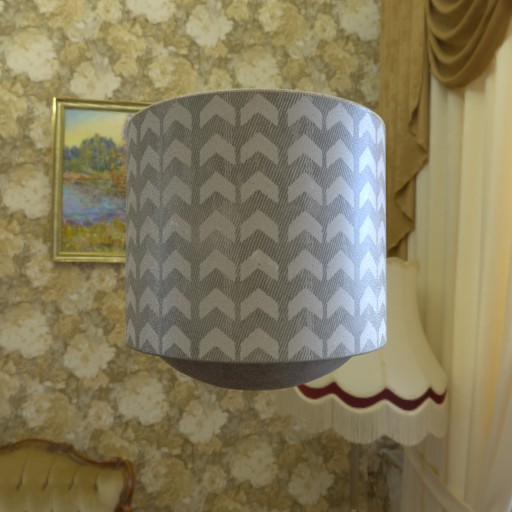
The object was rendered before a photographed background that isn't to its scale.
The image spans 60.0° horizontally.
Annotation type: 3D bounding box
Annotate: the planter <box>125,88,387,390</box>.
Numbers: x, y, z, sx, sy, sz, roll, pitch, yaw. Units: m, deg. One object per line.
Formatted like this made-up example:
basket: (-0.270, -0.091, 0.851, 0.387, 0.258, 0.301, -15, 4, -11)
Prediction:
planter: (0.000, 0.000, 0.444, 0.250, 0.239, 0.250, 0, -1, 0)
